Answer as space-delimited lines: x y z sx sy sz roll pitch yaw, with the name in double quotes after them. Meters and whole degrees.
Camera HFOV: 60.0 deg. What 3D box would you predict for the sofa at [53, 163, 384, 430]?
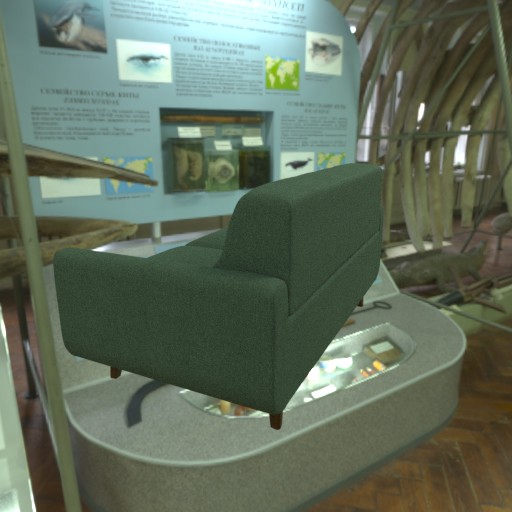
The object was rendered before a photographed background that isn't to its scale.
0.000 0.000 2.159 0.909 0.841 1.631 8 18 25 "sofa"
